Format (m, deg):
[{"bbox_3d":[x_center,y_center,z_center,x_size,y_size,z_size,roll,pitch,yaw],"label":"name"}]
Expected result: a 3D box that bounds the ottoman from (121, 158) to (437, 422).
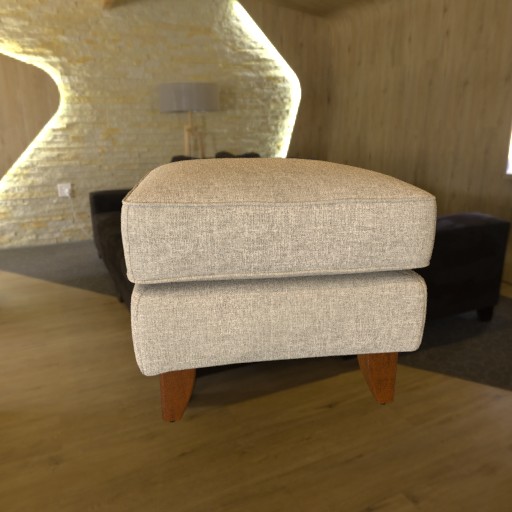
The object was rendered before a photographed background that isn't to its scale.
[{"bbox_3d":[0.000,0.000,1.316,0.661,0.561,0.889,-2,15,-9],"label":"ottoman"}]
